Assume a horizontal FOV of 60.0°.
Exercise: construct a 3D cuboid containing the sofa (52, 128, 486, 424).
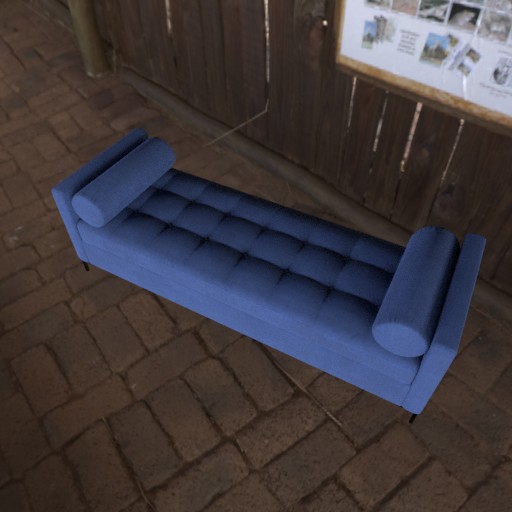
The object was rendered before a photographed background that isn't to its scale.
[{"bbox_3d":[0.000,0.000,2.309,1.981,0.635,0.686,21,50,19],"label":"sofa"}]
